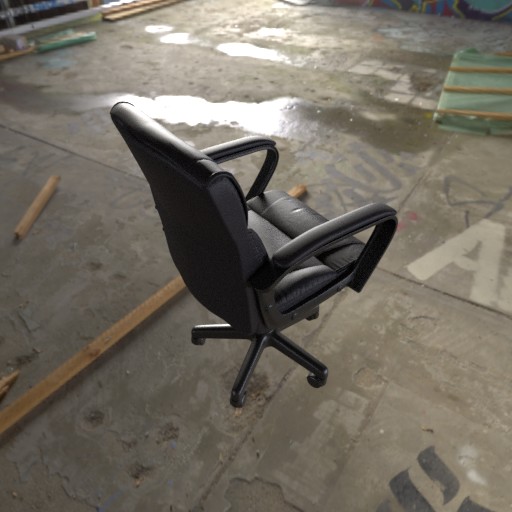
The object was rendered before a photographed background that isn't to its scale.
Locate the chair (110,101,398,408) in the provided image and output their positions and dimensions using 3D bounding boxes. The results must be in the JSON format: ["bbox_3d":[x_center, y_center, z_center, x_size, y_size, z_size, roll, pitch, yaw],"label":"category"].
[{"bbox_3d":[0.000,0.000,1.367,0.641,0.998,0.576,-26,47,-28],"label":"chair"}]
